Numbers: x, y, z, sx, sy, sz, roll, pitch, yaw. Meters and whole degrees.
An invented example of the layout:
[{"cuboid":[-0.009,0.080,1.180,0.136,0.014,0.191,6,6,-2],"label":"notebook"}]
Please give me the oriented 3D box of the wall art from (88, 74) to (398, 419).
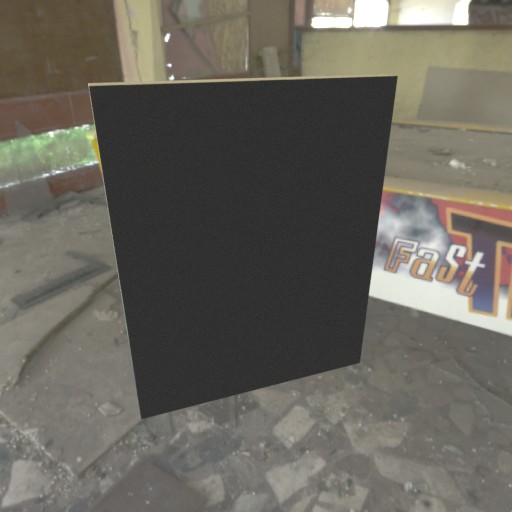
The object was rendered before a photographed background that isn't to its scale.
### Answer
[{"cuboid":[0.000,0.000,0.818,0.489,0.608,0.040,-9,28,-18],"label":"wall art"}]
